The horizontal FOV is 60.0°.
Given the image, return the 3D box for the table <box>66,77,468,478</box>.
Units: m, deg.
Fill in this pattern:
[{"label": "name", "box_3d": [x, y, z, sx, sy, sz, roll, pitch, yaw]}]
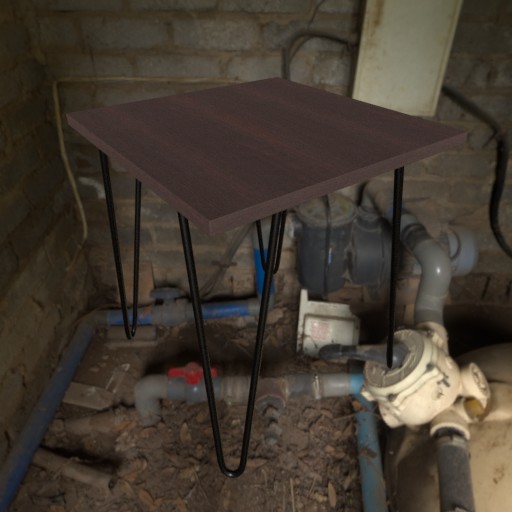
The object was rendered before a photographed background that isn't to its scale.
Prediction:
[{"label": "table", "box_3d": [0.000, 0.000, 0.922, 0.495, 0.559, 0.495, -23, 40, -30]}]
